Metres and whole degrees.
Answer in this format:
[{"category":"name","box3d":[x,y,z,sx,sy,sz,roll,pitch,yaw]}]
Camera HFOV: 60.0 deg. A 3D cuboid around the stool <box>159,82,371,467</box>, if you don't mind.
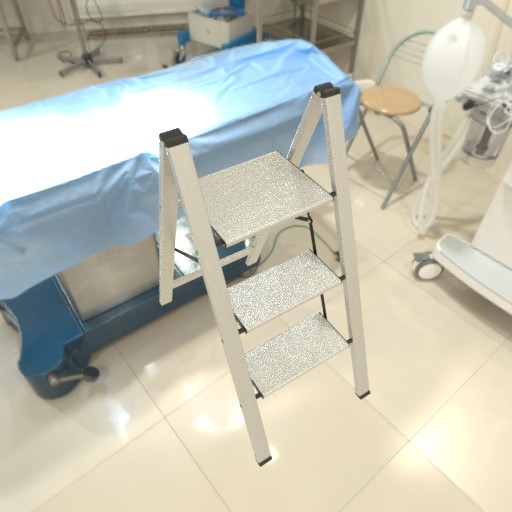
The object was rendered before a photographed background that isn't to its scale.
[{"category":"stool","box3d":[0.000,0.000,1.272,0.441,0.902,0.730,-24,50,-22]}]
